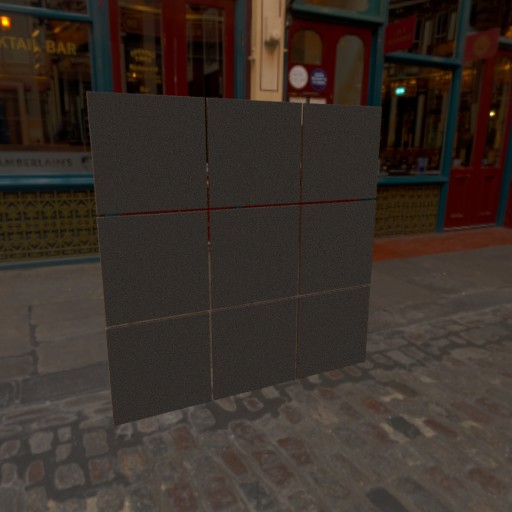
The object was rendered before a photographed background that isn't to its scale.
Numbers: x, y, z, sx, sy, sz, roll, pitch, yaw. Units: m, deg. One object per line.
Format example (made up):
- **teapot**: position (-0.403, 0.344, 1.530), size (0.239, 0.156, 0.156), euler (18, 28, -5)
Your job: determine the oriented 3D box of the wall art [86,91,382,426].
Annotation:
- **wall art**: position (0.000, 0.000, 2.286), size (1.527, 1.521, 0.017), euler (-7, 15, -25)
